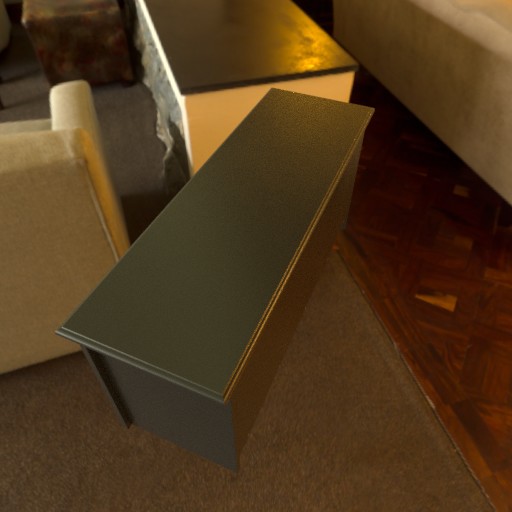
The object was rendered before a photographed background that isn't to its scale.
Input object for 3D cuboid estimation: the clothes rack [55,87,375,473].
[{"bbox_3d":[0.000,0.000,1.468,0.406,0.556,1.219,18,49,16],"label":"clothes rack"}]
